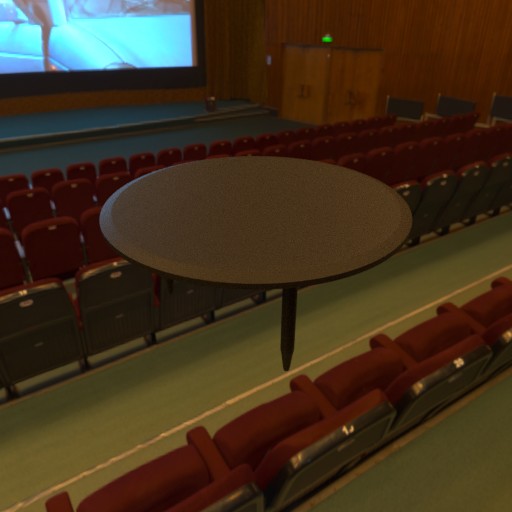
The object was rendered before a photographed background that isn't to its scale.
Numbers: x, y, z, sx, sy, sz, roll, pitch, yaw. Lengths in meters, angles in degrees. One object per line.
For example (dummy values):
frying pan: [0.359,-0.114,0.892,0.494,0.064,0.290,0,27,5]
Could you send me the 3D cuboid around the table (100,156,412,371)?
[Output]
table: [0.000,0.000,1.427,0.900,0.400,0.900,0,30,0]
